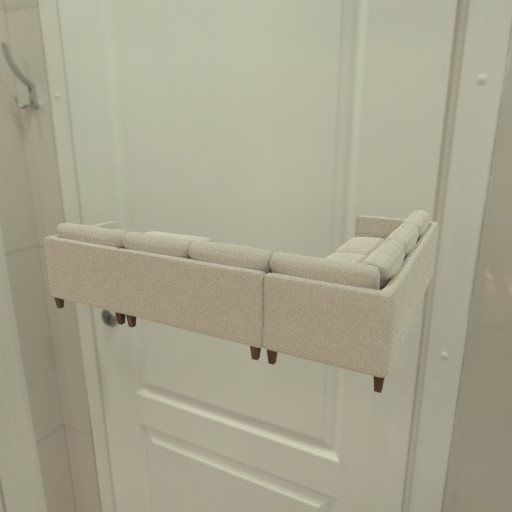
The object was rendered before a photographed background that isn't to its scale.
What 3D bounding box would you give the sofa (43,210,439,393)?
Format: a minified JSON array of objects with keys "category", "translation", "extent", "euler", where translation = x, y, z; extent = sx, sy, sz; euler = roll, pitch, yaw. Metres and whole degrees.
[{"category":"sofa","translation":[0.000,0.000,4.567],"extent":[3.238,0.853,2.551],"euler":[8,18,26]}]
